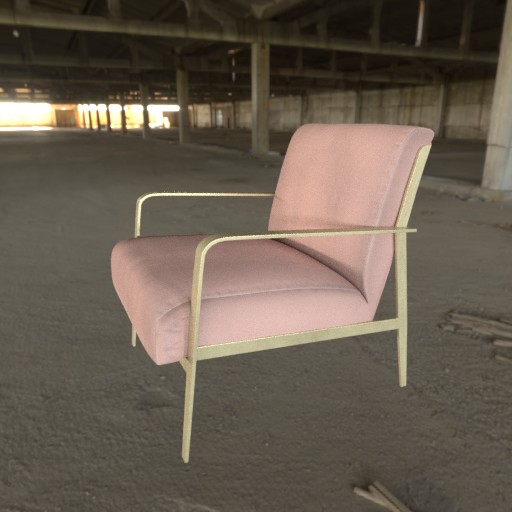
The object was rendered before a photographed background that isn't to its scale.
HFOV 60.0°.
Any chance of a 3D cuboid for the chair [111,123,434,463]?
[{"bbox_3d":[0.000,0.000,1.443,0.848,0.823,0.701,-8,19,-25],"label":"chair"}]
